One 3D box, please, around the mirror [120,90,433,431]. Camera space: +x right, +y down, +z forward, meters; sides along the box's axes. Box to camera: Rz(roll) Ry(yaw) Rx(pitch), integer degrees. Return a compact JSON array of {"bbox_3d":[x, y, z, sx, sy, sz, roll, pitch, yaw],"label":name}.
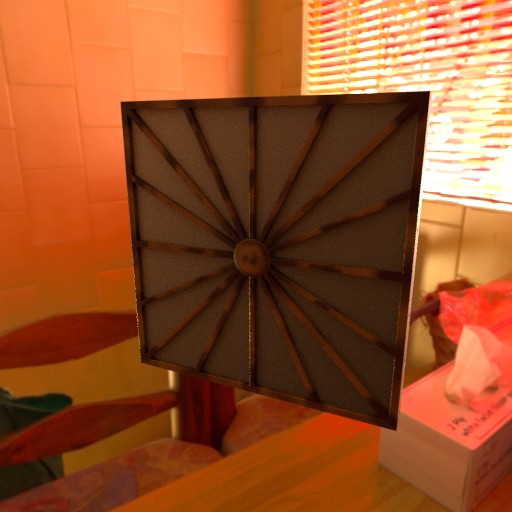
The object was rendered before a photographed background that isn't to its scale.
[{"bbox_3d":[0.000,0.000,0.752,0.509,0.507,0.042,7,17,24],"label":"mirror"}]
